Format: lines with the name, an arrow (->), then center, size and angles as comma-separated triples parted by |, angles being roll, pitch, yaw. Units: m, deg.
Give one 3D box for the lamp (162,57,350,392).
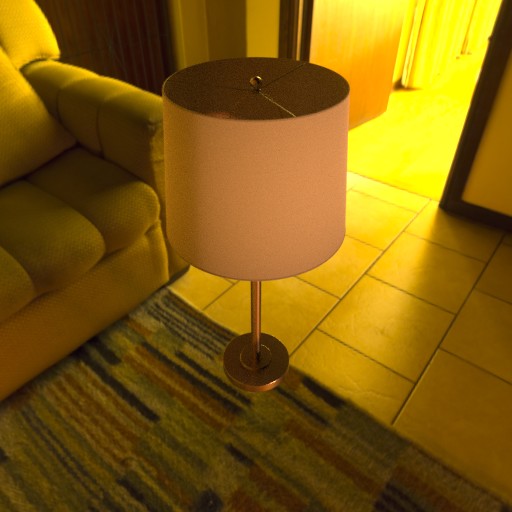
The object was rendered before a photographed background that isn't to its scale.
lamp -> 0.000, 0.000, 0.886 | 0.333, 0.696, 0.333 | 0, 39, 0
